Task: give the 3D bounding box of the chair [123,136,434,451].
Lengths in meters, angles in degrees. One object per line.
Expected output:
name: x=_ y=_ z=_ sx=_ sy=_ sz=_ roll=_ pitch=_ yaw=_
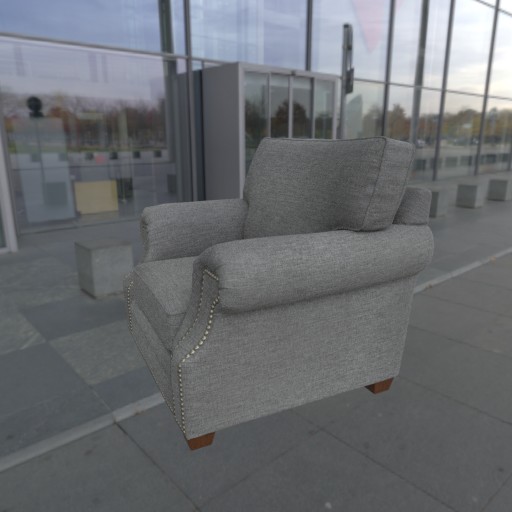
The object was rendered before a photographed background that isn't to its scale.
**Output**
chair: x=0.000 y=0.000 z=1.843 sx=0.965 sy=0.961 sz=1.092 roll=-7 pitch=17 yaw=-25
